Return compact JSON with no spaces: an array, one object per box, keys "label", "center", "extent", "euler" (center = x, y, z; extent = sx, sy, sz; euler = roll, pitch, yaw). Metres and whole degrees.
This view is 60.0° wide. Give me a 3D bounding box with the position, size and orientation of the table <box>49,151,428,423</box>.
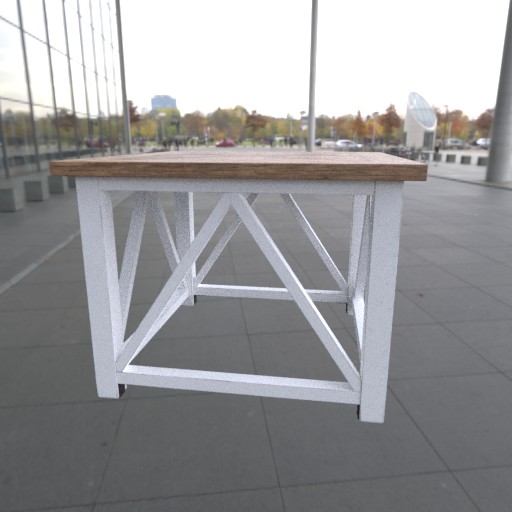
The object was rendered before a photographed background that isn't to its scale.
[{"label":"table","center":[0.000,0.000,1.205],"extent":[0.700,0.532,0.700],"euler":[2,15,9]}]
